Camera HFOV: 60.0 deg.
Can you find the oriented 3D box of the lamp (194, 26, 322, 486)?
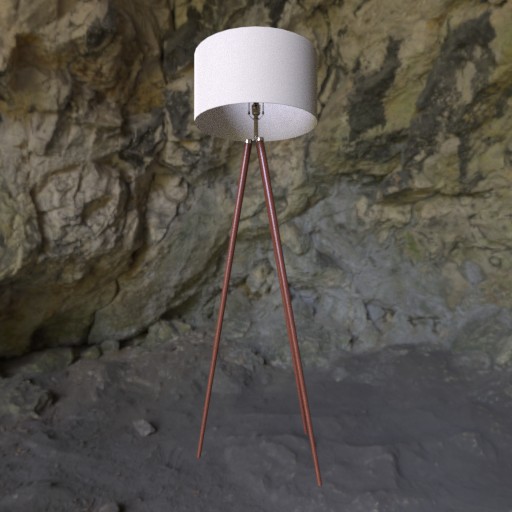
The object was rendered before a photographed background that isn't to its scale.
[{"bbox_3d":[0.000,0.000,1.734,0.483,1.553,0.483,0,-1,1],"label":"lamp"}]
